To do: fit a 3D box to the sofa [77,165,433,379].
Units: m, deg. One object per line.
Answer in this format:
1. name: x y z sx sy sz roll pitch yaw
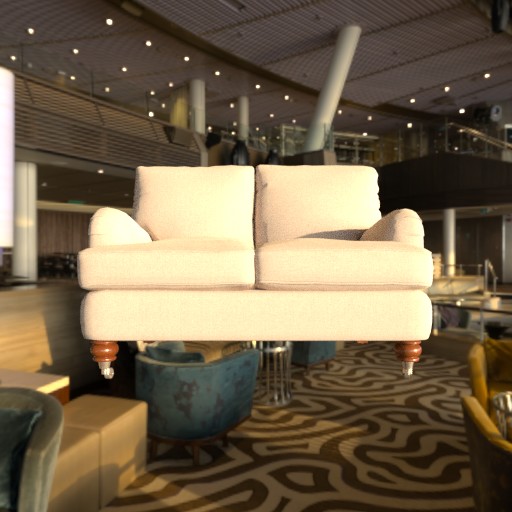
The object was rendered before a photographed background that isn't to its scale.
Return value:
1. sofa: 0.000 0.000 2.305 1.508 1.048 1.087 0 0 0
